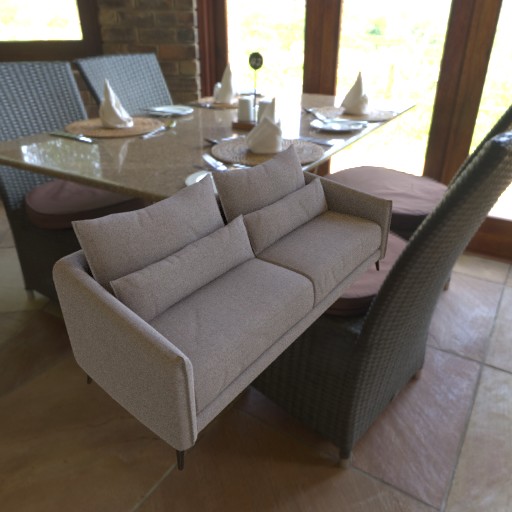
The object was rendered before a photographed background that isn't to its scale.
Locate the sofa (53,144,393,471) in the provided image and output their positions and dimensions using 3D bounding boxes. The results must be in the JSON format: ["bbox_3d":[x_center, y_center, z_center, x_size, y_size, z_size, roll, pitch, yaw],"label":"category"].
[{"bbox_3d":[0.000,0.000,2.433,0.809,0.833,2.022,18,32,32],"label":"sofa"}]
